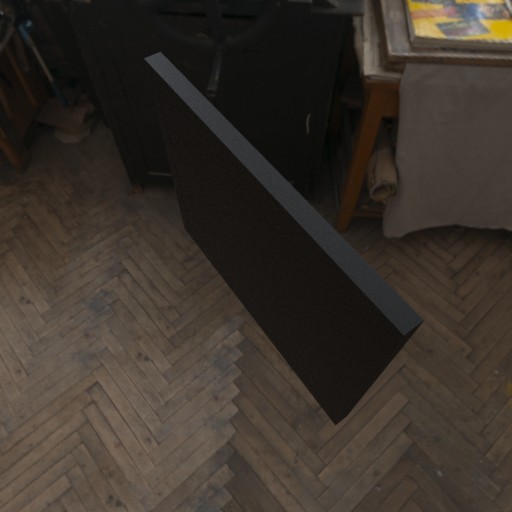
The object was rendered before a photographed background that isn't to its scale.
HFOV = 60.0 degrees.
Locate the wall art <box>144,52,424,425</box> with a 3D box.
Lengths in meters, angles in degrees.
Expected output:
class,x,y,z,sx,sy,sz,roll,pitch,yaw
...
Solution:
class,x,y,z,sx,sy,sz,roll,pitch,yaw
wall art,0.000,0.000,0.767,0.029,0.457,0.558,-31,63,-18
